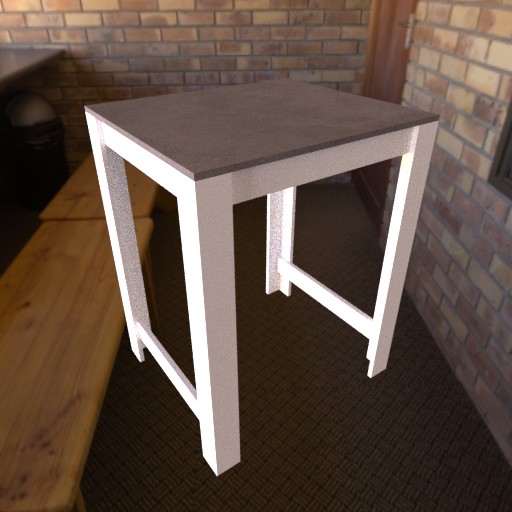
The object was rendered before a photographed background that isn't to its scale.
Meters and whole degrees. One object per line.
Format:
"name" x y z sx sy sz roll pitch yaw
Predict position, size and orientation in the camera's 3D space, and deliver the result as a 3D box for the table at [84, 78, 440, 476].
"table" 0.000 0.000 1.586 0.800 1.020 0.700 -20 37 -30
